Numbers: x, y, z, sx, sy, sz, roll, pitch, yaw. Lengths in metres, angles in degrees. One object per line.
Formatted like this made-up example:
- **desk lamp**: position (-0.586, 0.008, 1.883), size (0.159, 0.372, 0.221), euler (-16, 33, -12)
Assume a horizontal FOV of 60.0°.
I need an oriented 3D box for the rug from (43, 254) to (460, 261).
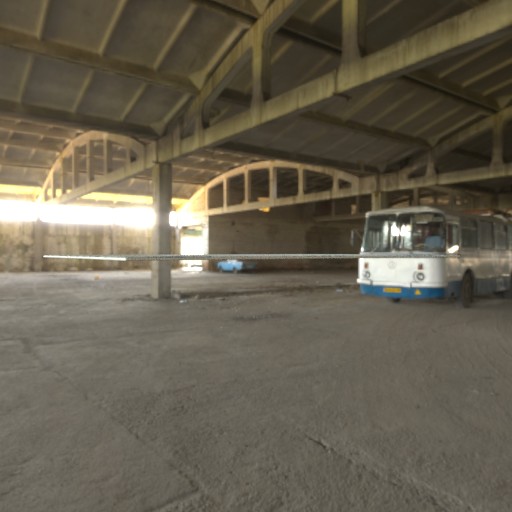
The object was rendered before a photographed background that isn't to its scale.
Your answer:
- **rug**: position (0.000, 0.000, 2.333), size (1.831, 0.012, 1.213), euler (0, 1, -36)
